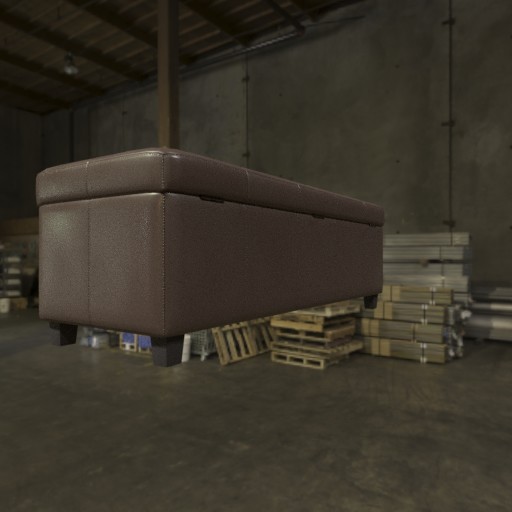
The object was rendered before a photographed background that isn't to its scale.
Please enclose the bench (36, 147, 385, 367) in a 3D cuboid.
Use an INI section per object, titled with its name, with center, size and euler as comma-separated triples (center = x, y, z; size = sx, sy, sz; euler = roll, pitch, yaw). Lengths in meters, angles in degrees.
[bench]
center = 0.000, 0.000, 1.404
size = 0.450, 0.417, 1.219
euler = 0, 0, 34
